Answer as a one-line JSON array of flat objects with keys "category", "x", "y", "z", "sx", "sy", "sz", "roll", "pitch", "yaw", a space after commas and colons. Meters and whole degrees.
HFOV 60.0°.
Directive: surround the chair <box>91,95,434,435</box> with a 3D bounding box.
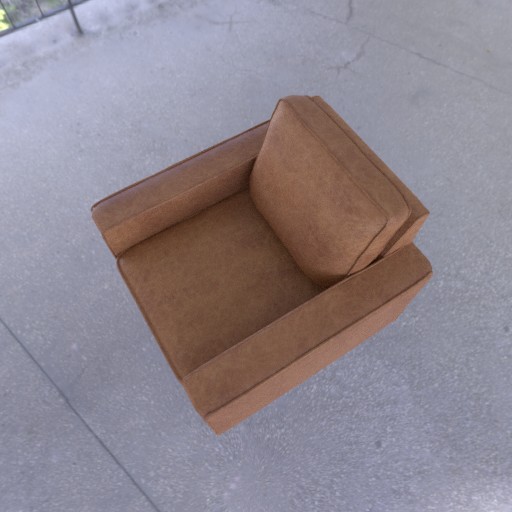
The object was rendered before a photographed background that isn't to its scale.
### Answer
[{"category": "chair", "x": 0.000, "y": 0.000, "z": 1.797, "sx": 1.027, "sy": 0.901, "sz": 0.987, "roll": -32, "pitch": 67, "yaw": -15}]
